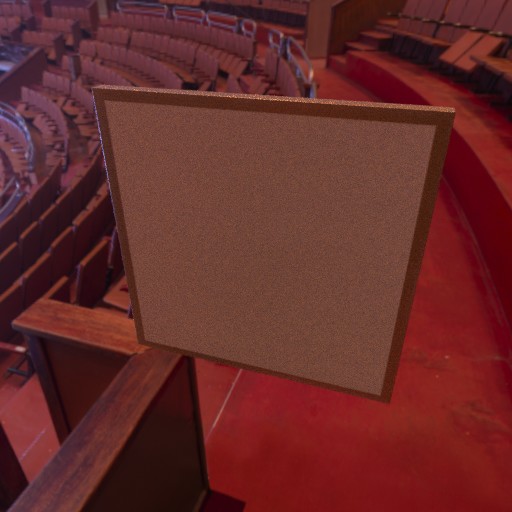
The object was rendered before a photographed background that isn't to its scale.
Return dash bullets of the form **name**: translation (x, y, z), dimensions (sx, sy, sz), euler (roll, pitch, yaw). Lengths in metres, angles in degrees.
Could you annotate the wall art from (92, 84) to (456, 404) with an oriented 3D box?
- **wall art**: translation (0.000, 0.000, 1.102), dimensions (0.762, 0.760, 0.037), euler (9, 32, 15)
